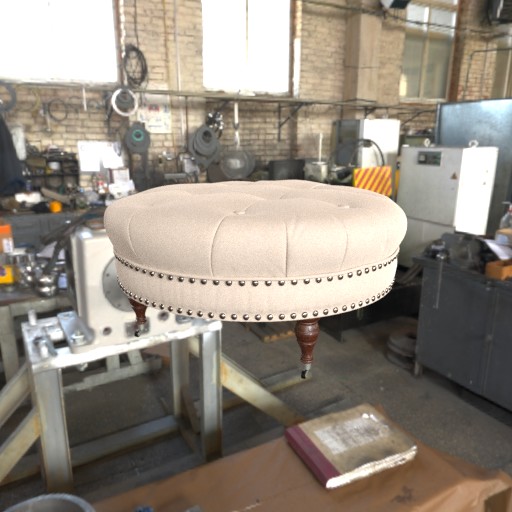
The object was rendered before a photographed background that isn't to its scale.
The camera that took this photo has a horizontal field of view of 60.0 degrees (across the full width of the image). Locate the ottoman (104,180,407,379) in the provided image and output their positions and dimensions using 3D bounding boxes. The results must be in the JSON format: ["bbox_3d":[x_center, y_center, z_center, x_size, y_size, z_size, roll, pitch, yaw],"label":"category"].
[{"bbox_3d":[0.000,0.000,1.404,0.901,0.439,0.901,0,15,0],"label":"ottoman"}]
